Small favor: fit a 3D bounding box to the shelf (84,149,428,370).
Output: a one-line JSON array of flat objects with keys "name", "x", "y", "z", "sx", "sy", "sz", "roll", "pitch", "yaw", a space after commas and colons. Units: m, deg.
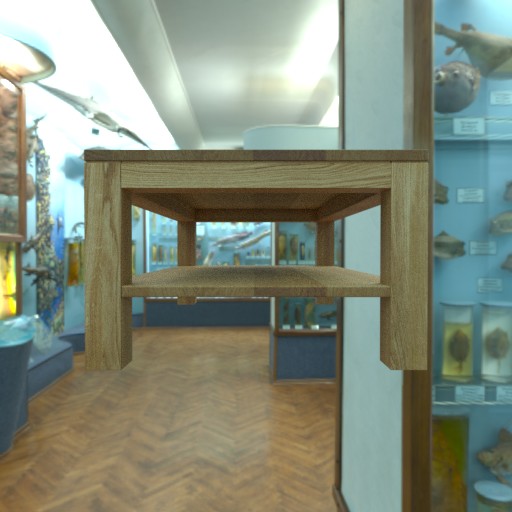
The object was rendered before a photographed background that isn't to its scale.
[{"name": "shelf", "x": 0.000, "y": 0.000, "z": 1.478, "sx": 0.700, "sy": 0.450, "sz": 1.150, "roll": 0, "pitch": 1, "yaw": 0}]
